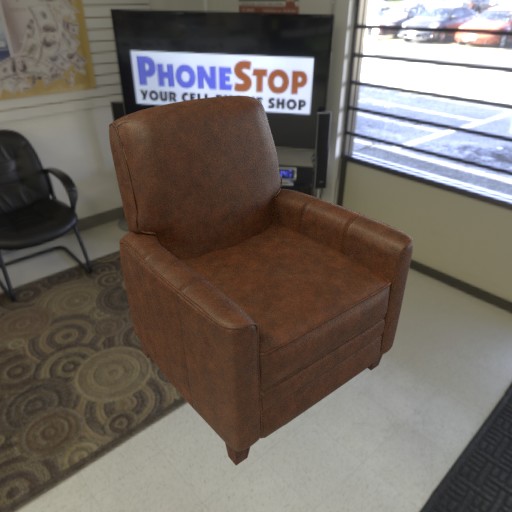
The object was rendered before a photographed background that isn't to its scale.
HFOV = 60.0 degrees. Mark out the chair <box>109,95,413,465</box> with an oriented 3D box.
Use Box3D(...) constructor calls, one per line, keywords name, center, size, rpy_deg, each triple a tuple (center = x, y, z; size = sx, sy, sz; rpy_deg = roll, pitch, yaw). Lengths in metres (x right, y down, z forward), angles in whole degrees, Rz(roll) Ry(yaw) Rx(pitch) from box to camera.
Box3D(name="chair", center=(0.000, 0.000, 1.658), size=(0.839, 1.010, 0.850), rpy_deg=(-22, 37, -32))
